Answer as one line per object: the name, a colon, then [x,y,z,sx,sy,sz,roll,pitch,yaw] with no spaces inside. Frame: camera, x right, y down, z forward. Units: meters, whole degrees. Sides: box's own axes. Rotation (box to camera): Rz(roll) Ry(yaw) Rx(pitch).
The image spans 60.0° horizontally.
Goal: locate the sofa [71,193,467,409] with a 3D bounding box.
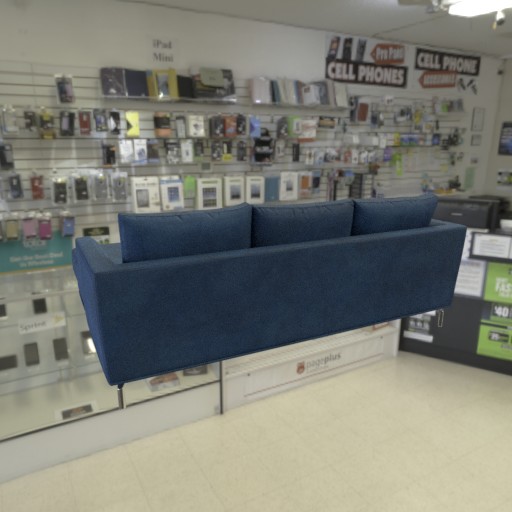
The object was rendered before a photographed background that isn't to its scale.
sofa: [0.000,0.000,3.255,2.438,0.987,1.622,-7,16,-26]
